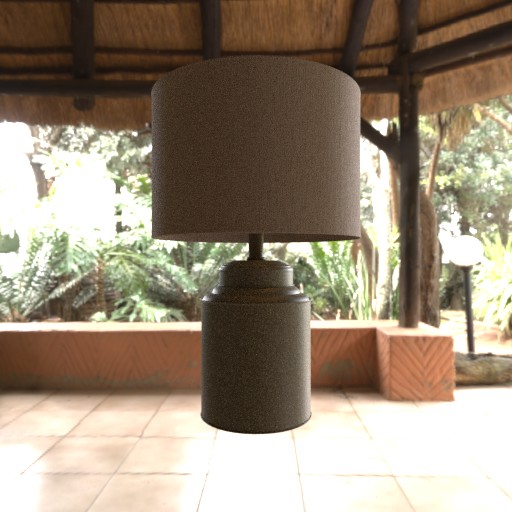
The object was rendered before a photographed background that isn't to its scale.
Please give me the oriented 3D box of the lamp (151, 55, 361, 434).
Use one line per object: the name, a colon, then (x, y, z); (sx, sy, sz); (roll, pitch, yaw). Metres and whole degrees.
lamp: (0.000, 0.000, 0.689); (0.318, 0.486, 0.318); (0, -1, 0)
